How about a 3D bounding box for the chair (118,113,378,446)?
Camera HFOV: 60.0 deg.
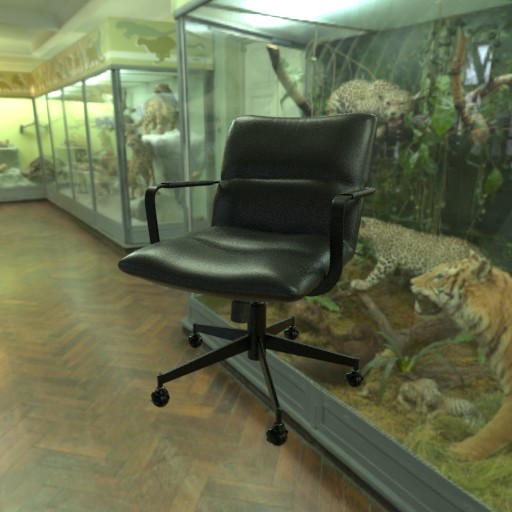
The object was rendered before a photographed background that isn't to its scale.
[{"bbox_3d":[0.000,0.000,1.471,0.719,0.922,0.748,7,17,25],"label":"chair"}]
